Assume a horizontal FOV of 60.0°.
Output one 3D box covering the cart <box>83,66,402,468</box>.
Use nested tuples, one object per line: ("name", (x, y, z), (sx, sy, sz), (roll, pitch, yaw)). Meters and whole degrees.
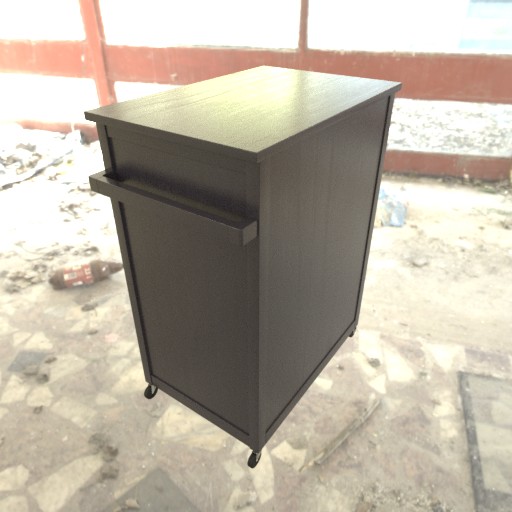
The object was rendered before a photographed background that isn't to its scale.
("cart", (0.000, 0.000, 1.262), (0.449, 0.878, 0.690), (21, 38, 29))
